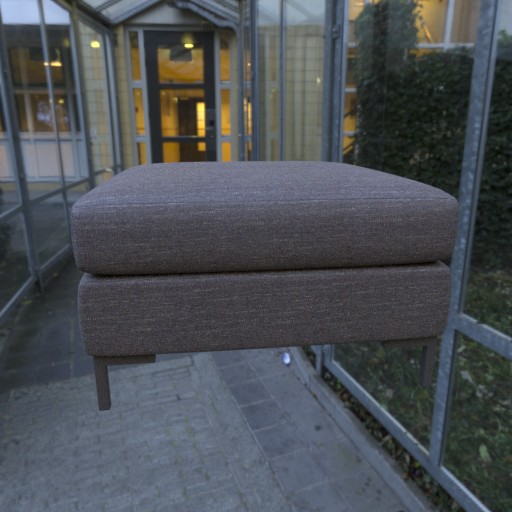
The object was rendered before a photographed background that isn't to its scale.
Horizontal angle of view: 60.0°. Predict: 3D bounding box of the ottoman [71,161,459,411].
[{"bbox_3d":[0.000,0.000,1.228,0.820,0.490,0.671,-2,17,-7],"label":"ottoman"}]
